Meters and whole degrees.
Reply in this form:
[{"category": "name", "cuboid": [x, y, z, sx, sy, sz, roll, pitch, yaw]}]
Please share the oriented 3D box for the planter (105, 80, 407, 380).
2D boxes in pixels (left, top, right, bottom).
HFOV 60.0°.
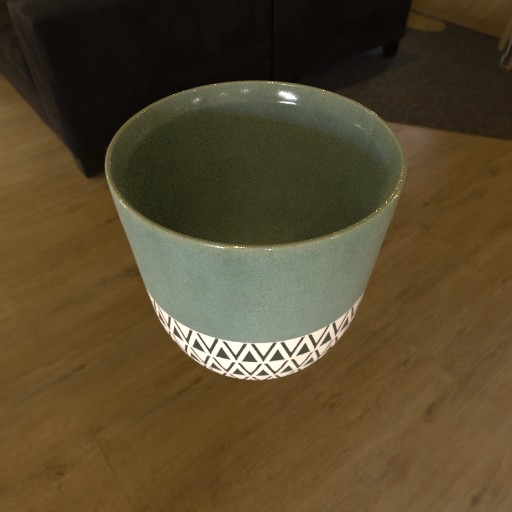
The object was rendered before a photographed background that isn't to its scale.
[{"category": "planter", "cuboid": [0.000, 0.000, 0.375, 0.198, 0.214, 0.198, 0, 46, 0]}]
